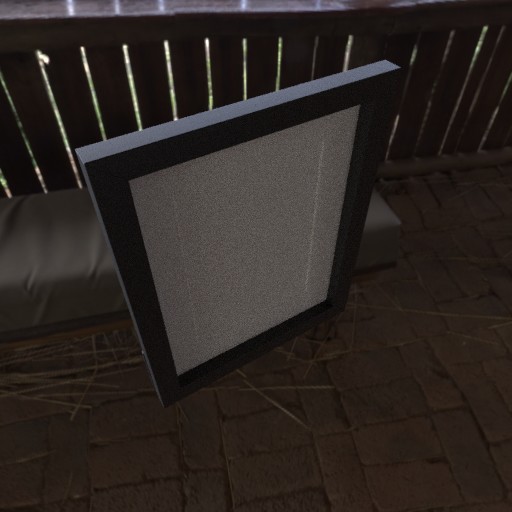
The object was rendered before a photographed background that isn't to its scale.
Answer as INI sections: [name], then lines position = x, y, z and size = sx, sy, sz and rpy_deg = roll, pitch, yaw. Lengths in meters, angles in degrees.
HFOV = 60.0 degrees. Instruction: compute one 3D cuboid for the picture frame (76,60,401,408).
[picture frame]
position = 0.000, 0.000, 0.516
size = 0.307, 0.383, 0.036
rpy_deg = -24, 50, -22
